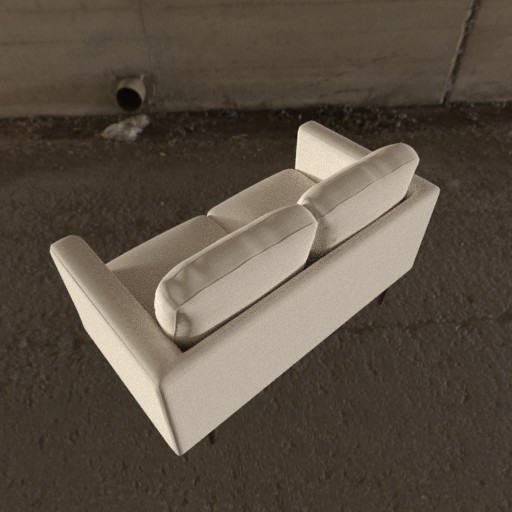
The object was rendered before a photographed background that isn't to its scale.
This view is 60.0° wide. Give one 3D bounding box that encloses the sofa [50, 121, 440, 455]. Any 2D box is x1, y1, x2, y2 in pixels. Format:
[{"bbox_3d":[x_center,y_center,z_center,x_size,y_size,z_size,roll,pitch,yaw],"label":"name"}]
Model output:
[{"bbox_3d":[0.000,0.000,1.948,1.430,0.908,0.796,-32,54,-27],"label":"sofa"}]
